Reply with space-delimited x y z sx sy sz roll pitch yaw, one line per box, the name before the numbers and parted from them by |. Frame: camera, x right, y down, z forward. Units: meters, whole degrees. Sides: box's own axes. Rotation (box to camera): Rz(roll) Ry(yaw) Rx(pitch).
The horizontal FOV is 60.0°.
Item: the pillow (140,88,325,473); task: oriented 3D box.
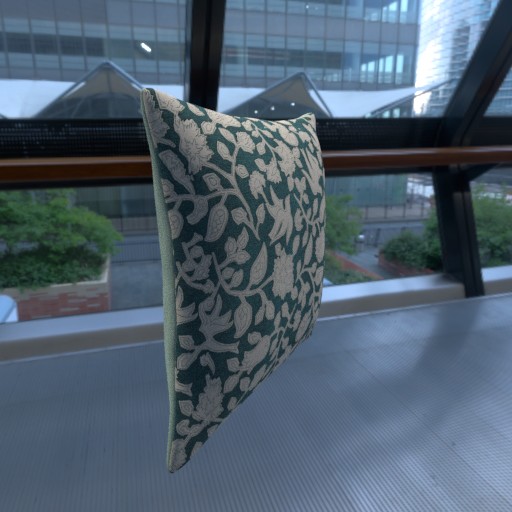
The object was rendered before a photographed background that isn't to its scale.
pillow | 0.000 0.000 0.778 0.166 0.508 0.525 8 16 27
